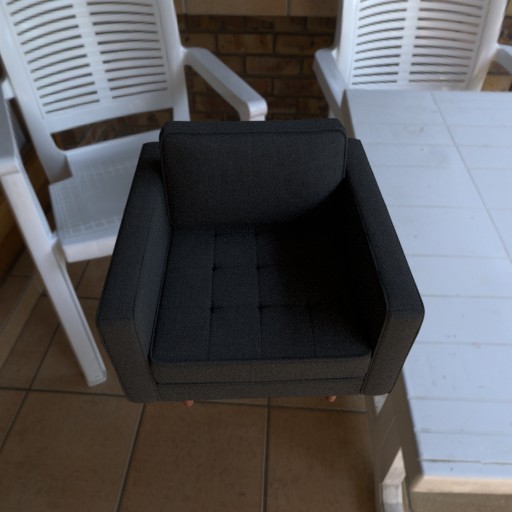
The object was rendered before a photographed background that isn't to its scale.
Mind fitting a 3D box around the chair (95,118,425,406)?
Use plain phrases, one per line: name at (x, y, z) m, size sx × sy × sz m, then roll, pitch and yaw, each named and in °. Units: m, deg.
chair at (0.000, 0.000, 1.612) m, size 0.899 × 0.770 × 0.919 m, roll -1°, pitch 45°, yaw -1°
